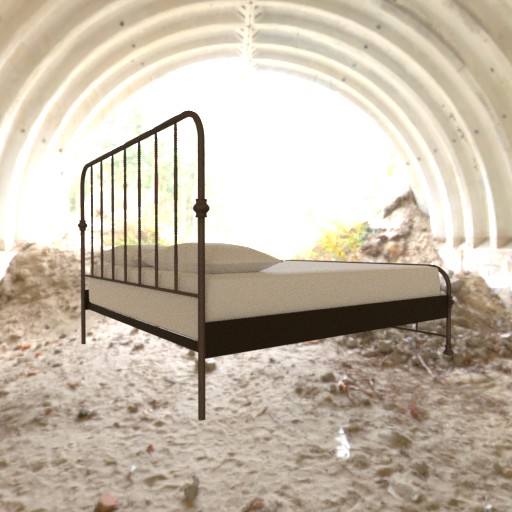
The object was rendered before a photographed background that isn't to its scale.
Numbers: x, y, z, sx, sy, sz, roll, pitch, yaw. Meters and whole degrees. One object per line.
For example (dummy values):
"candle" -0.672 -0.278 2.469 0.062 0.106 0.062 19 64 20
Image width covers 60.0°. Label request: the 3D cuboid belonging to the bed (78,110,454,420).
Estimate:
"bed" 0.000 0.000 3.425 2.134 1.446 2.044 -1 1 -36
